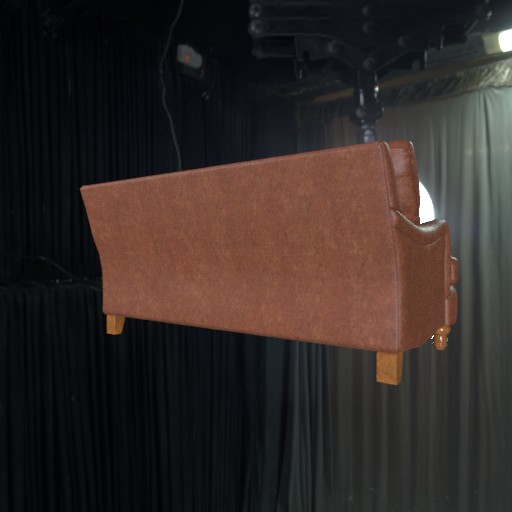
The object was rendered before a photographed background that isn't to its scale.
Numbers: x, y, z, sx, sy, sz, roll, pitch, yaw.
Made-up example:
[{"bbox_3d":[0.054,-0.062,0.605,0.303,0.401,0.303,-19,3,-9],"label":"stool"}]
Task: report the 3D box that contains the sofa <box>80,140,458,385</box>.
[{"bbox_3d":[0.000,0.000,2.750,2.144,1.071,1.147,0,1,36],"label":"sofa"}]
